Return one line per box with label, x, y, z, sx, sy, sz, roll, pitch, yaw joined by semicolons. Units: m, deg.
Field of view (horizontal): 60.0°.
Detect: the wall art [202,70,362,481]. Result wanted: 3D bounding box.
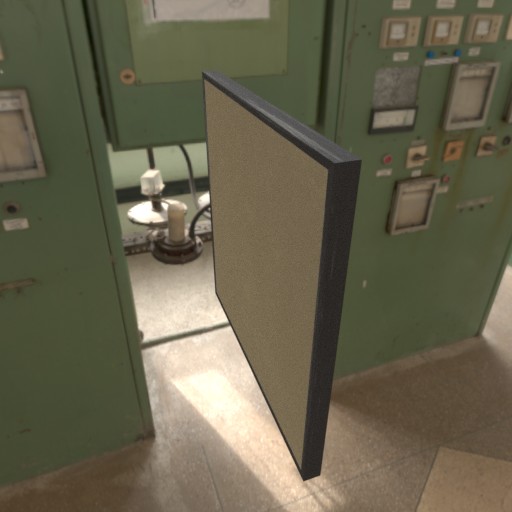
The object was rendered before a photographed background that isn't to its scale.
wall art;0.000;0.000;1.122;0.043;0.758;0.762;-11;34;-17
